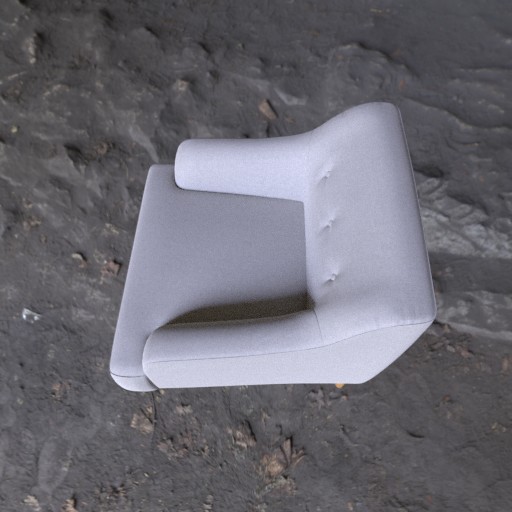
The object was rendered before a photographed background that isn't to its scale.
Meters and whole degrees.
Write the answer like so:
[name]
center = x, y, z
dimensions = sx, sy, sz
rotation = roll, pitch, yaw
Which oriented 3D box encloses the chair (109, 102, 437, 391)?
[chair]
center = 0.000, 0.000, 1.646
dimensions = 0.951, 0.818, 0.946
rotation = 2, 60, 1
